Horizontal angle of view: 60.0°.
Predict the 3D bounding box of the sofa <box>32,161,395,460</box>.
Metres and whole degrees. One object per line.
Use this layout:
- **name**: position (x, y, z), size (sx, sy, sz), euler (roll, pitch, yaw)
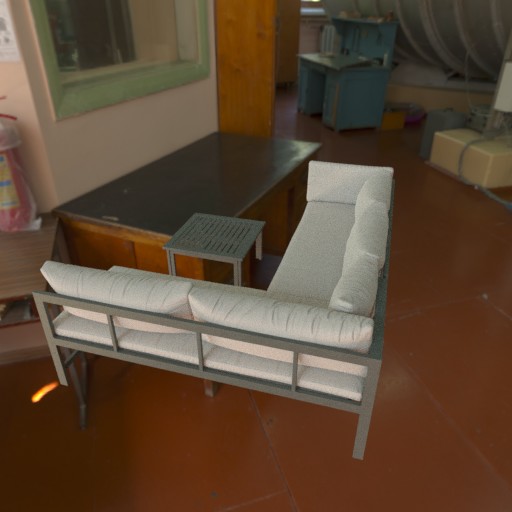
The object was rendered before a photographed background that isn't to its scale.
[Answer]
- **sofa**: position (0.000, 0.000, 2.945), size (1.658, 0.758, 2.096), euler (9, 32, 14)
